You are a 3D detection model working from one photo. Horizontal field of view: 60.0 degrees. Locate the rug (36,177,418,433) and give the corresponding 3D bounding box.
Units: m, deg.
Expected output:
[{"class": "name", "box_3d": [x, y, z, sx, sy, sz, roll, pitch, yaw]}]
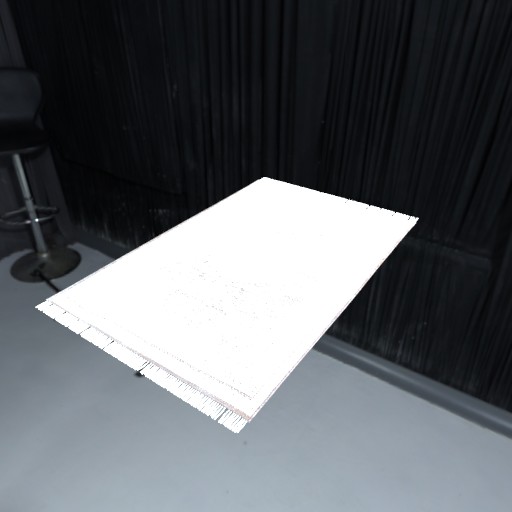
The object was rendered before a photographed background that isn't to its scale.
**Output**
[{"class": "rug", "box_3d": [0.000, 0.000, 3.117, 1.528, 0.010, 2.440, 21, 38, 29]}]
